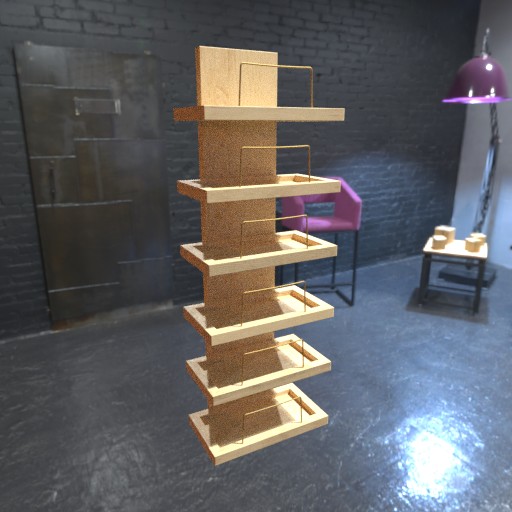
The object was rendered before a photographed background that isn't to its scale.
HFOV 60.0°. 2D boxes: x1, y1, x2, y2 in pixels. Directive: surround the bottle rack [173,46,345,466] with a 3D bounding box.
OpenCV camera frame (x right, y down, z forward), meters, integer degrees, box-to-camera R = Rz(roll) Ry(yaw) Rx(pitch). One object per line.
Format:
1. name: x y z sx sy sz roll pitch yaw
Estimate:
1. bottle rack: 0.000 0.000 1.080 0.330 0.943 0.206 -9 18 -27
